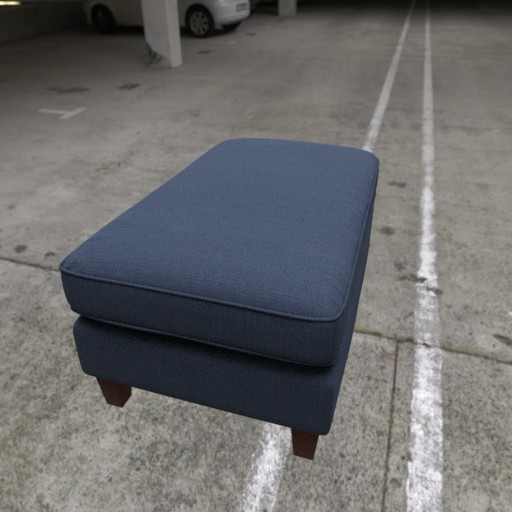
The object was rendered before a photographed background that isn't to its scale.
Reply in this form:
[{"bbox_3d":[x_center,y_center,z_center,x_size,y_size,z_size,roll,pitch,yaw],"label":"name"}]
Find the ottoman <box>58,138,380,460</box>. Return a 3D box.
[{"bbox_3d":[0.000,0.000,1.192,0.570,0.438,0.885,9,31,15],"label":"ottoman"}]
